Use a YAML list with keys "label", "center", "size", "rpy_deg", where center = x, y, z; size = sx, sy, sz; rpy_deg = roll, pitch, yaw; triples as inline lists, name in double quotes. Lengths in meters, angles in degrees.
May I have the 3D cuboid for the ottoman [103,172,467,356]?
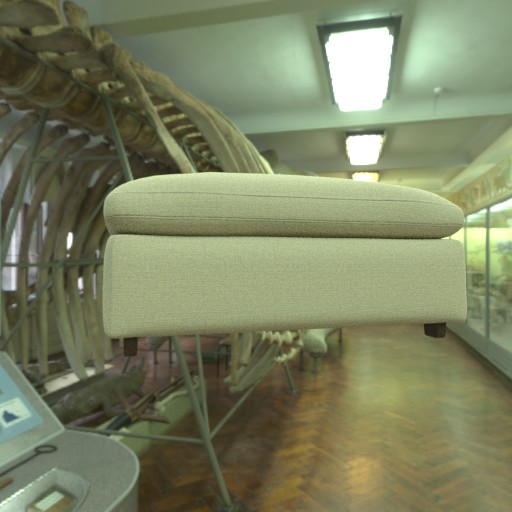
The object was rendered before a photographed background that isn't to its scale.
- label: "ottoman"
  center: [0.000, 0.000, 1.539]
  size: [0.977, 0.467, 0.996]
  rpy_deg: [0, 0, -16]
